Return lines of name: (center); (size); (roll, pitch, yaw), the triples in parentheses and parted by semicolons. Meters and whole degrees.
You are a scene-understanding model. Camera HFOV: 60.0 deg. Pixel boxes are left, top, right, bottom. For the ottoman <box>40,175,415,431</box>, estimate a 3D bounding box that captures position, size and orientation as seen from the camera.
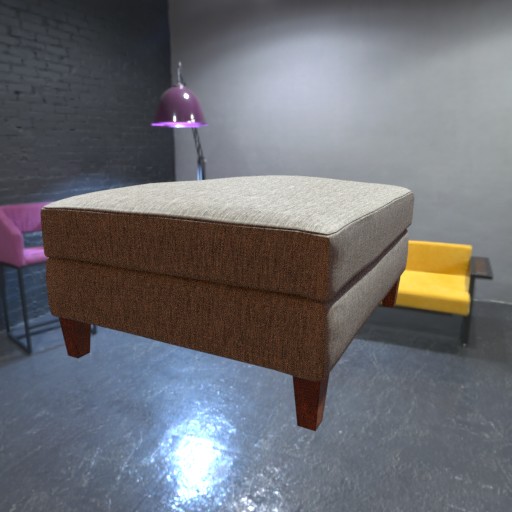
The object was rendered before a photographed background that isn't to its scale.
ottoman: (0.000, 0.000, 1.454); (0.839, 0.492, 0.994); (7, 15, 27)
